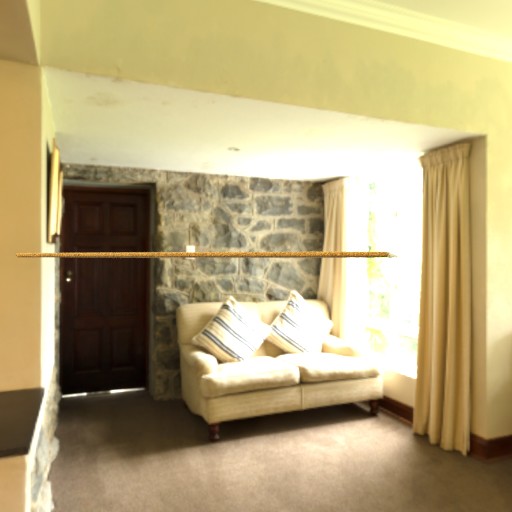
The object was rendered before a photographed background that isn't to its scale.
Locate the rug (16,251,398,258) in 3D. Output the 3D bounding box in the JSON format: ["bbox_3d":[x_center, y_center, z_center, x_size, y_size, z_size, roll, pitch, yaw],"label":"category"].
[{"bbox_3d":[0.000,0.000,4.054,2.438,0.029,3.047,0,0,18],"label":"rug"}]
